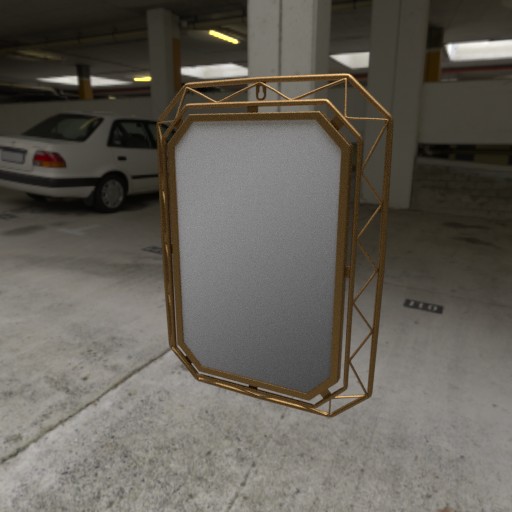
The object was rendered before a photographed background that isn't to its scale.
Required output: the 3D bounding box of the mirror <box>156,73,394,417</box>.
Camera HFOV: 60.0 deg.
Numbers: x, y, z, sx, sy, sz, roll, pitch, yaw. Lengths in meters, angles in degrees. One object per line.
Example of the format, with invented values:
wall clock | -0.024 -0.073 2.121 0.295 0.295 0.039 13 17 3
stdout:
mirror | 0.000 0.000 0.745 0.417 0.566 0.042 7 17 25
